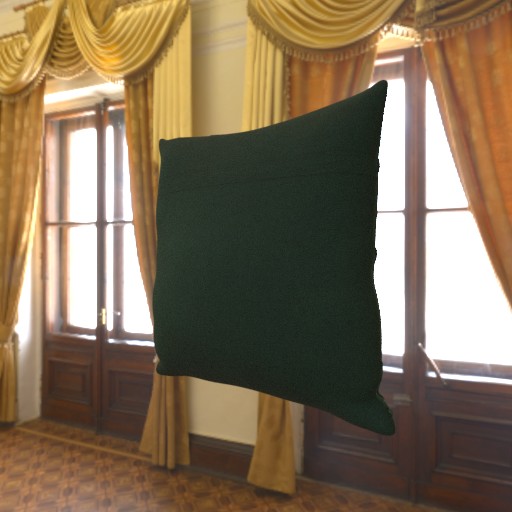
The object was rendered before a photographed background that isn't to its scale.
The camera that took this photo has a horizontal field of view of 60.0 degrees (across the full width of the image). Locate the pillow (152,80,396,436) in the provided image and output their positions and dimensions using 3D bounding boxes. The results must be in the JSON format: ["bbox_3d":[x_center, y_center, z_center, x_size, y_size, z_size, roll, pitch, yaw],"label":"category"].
[{"bbox_3d":[0.000,0.000,0.679,0.439,0.440,0.184,0,0,37],"label":"pillow"}]
